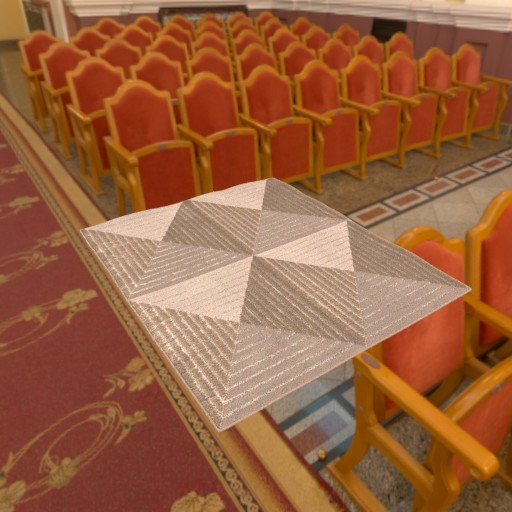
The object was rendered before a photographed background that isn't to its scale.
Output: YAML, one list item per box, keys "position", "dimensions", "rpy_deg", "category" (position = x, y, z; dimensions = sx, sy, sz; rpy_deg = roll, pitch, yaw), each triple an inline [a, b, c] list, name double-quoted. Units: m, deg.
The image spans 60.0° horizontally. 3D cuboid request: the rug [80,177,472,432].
- position: [0.000, 0.000, 0.917]
  dimensions: [0.551, 0.008, 0.642]
  rpy_deg: [-20, 38, -28]
  category: "rug"
